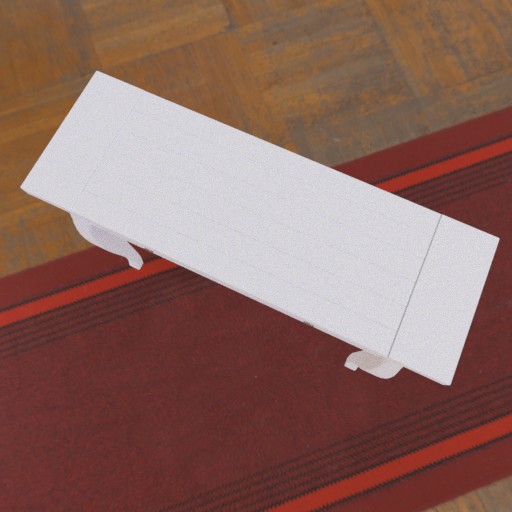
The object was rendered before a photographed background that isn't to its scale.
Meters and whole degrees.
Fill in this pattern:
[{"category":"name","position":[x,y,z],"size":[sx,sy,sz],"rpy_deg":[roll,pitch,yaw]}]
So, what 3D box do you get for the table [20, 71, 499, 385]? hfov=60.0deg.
[{"category":"table","position":[0.000,0.000,1.399],"size":[1.062,0.768,0.373],"rpy_deg":[24,76,6]}]
